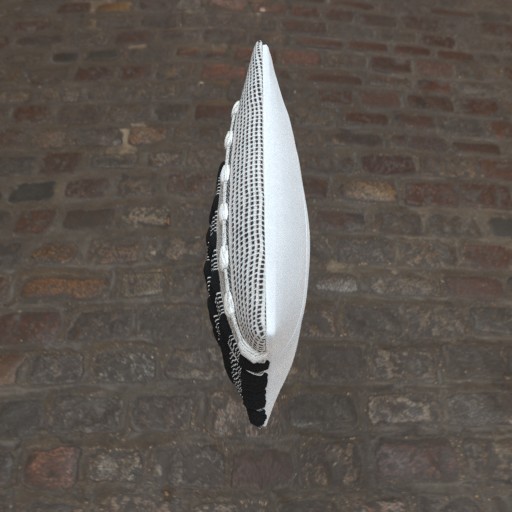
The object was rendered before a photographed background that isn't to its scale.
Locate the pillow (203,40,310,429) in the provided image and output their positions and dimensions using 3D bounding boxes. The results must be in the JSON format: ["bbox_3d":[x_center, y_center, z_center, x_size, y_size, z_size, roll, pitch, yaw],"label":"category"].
[{"bbox_3d":[0.000,0.000,0.682,0.156,0.438,0.436,0,59,0],"label":"pillow"}]
